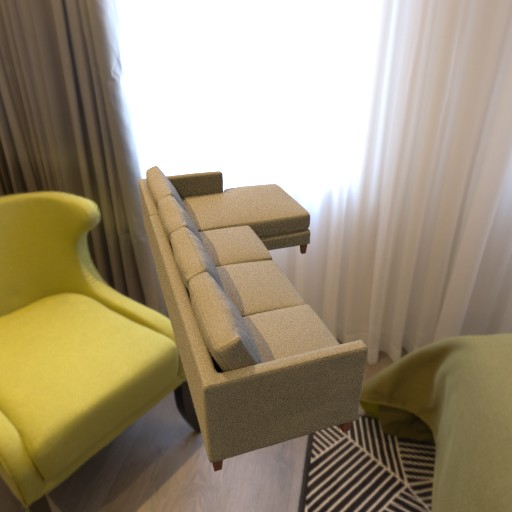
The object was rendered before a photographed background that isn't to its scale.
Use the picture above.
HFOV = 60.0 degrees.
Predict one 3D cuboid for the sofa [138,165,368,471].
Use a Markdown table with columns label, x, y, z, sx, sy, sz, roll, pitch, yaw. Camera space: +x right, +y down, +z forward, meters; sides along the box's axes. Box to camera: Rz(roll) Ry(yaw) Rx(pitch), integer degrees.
| label | x | y | z | sx | sy | sz | roll | pitch | yaw |
| --- | --- | --- | --- | --- | --- | --- | --- | --- | --- |
| sofa | 0.000 | 0.000 | 3.810 | 1.625 | 0.861 | 3.186 | -10 | 31 | -16 |
